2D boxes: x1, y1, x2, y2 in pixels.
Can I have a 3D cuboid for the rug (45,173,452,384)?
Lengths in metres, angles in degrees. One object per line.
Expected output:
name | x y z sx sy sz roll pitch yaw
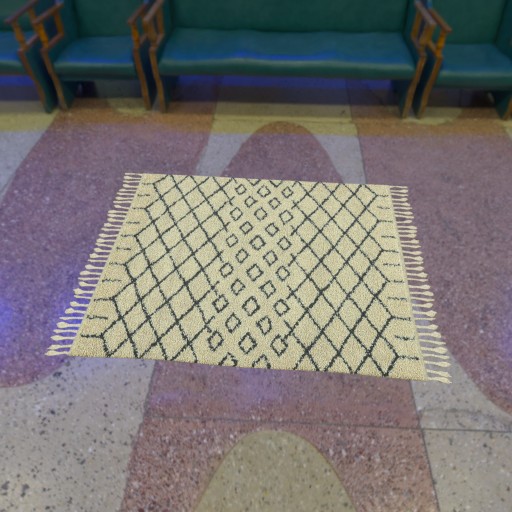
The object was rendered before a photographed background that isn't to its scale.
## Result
rug | 0.000 0.000 4.234 3.213 0.030 2.388 3 47 3
